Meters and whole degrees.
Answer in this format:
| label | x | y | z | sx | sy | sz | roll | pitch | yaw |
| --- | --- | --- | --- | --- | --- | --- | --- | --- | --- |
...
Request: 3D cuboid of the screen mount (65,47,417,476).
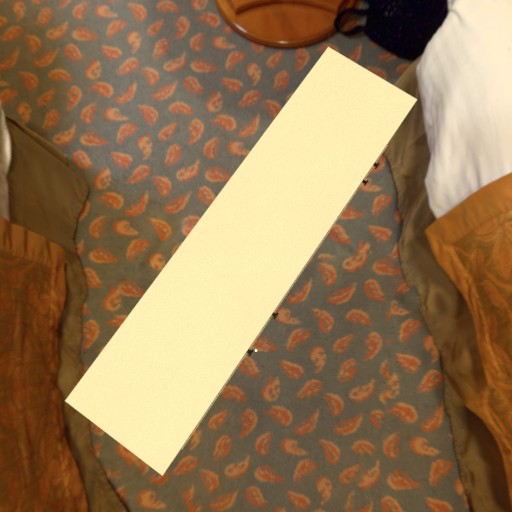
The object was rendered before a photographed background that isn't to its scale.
| label | x | y | z | sx | sy | sz | roll | pitch | yaw |
| --- | --- | --- | --- | --- | --- | --- | --- | --- | --- |
| screen mount | 0.000 | 0.000 | 1.818 | 0.418 | 0.520 | 1.600 | 34 | 80 | 7 |
